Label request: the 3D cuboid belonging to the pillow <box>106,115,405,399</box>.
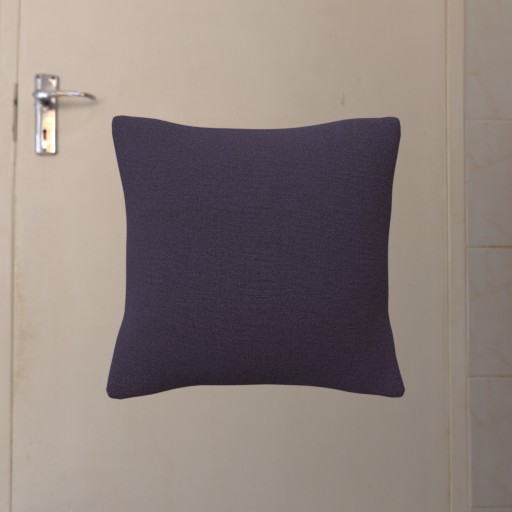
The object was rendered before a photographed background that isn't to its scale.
[{"bbox_3d":[0.000,0.000,0.655,0.437,0.419,0.136,0,-1,0],"label":"pillow"}]
